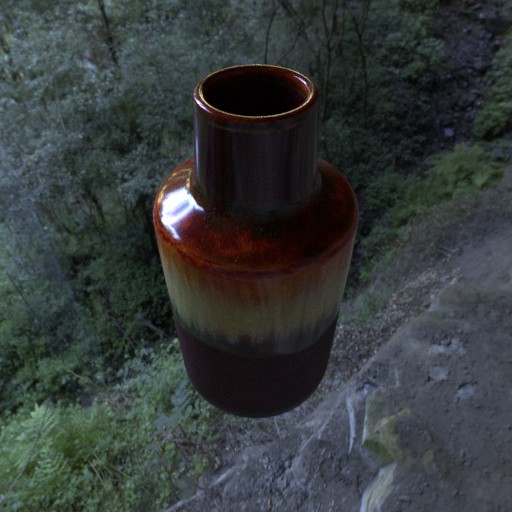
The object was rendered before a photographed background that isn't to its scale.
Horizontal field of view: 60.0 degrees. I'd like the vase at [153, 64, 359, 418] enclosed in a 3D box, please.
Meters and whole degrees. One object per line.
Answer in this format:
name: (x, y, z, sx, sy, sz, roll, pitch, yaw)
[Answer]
vase: (0.000, 0.000, 0.261, 0.108, 0.204, 0.108, 0, 46, 0)
